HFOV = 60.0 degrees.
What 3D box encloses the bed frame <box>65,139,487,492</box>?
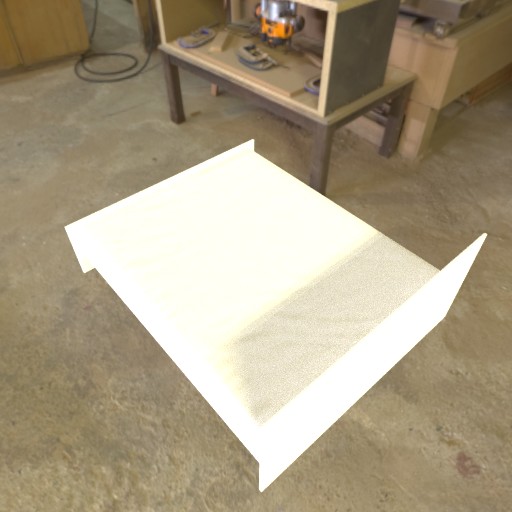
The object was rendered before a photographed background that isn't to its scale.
[{"bbox_3d":[0.000,0.000,2.973,1.720,0.800,2.060,-32,54,-27],"label":"bed frame"}]
